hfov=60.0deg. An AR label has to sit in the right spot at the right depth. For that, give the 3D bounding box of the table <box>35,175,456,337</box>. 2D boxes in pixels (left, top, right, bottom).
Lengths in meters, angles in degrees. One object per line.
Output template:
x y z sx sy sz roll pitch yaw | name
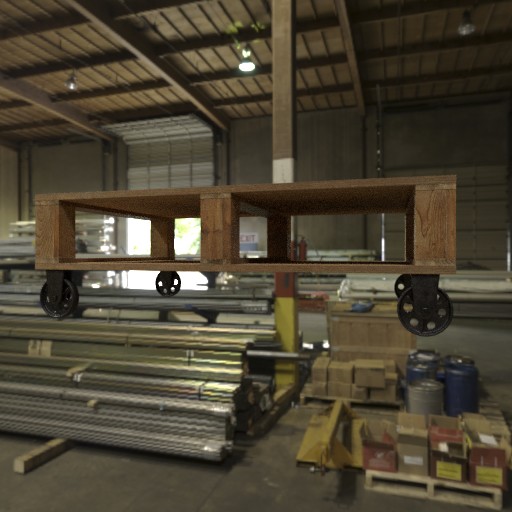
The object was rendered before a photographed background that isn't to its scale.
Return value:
0.000 0.000 1.695 1.299 0.413 0.827 0 0 17 | table
